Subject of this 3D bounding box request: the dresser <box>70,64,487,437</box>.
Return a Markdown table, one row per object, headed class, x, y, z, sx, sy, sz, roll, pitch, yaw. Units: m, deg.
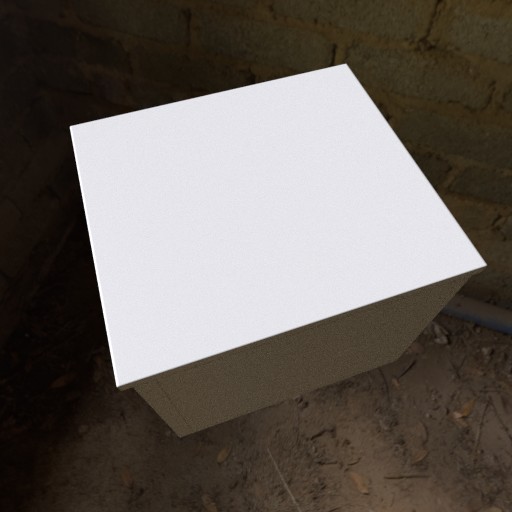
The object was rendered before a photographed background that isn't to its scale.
| class | x | y | z | sx | sy | sz | roll | pitch | yaw |
| --- | --- | --- | --- | --- | --- | --- | --- | --- | --- |
| dresser | 0.000 | 0.000 | 0.728 | 0.430 | 0.360 | 0.400 | -16 | 61 | -10 |
